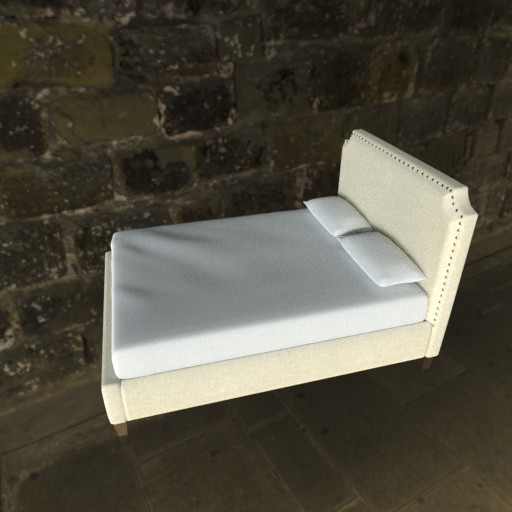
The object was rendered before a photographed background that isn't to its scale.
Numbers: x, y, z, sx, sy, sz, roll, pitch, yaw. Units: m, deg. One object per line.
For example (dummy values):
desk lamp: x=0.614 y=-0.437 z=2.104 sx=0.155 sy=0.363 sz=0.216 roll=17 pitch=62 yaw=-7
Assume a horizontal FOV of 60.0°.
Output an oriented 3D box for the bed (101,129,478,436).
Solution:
bed: x=0.000 y=0.000 z=3.470 sx=2.381 sy=1.457 sz=1.713 roll=-8 pitch=32 yaw=-13
